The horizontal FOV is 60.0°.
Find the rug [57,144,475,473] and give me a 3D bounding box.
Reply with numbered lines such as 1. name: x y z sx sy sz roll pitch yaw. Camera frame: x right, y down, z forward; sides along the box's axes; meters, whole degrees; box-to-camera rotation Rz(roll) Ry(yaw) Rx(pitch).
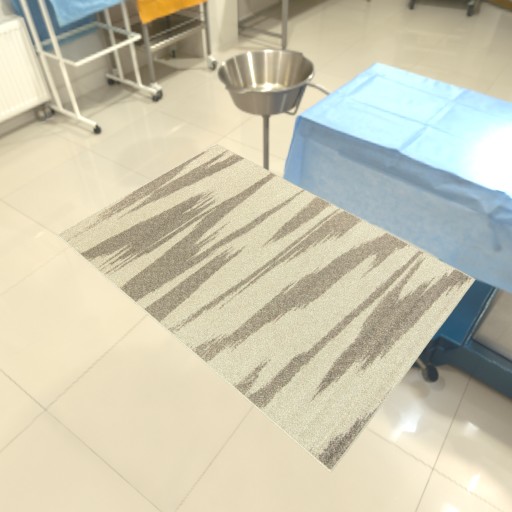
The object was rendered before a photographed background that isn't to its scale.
1. rug: 0.000 0.000 2.303 1.827 0.008 1.225 33 55 28
